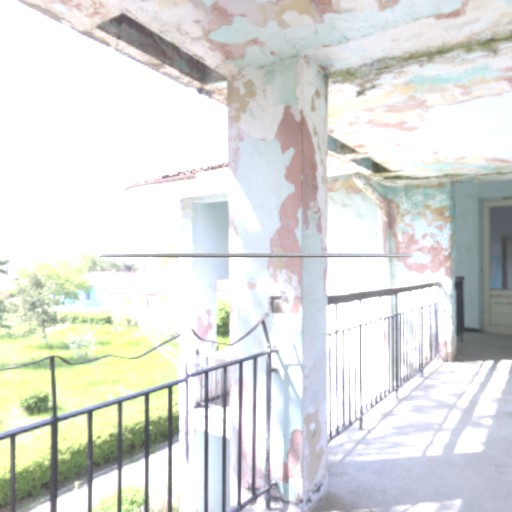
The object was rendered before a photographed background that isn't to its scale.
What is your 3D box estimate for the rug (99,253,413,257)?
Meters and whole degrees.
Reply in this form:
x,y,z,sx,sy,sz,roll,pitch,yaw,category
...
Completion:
x,y,z,sx,sy,sz,roll,pitch,yaw,category
0.000,0.000,2.385,1.593,0.012,1.593,0,0,0,rug
